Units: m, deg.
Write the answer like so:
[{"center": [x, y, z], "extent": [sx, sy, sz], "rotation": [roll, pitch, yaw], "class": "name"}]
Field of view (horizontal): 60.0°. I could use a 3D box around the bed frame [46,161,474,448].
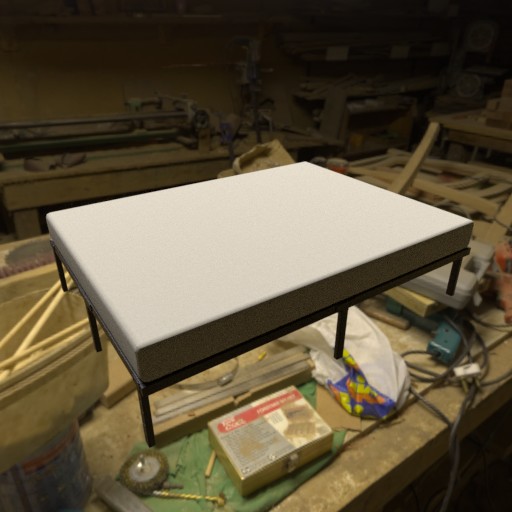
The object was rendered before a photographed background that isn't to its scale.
[{"center": [0.000, 0.000, 3.501], "extent": [2.635, 0.680, 1.990], "rotation": [-17, 32, -30], "class": "bed frame"}]
